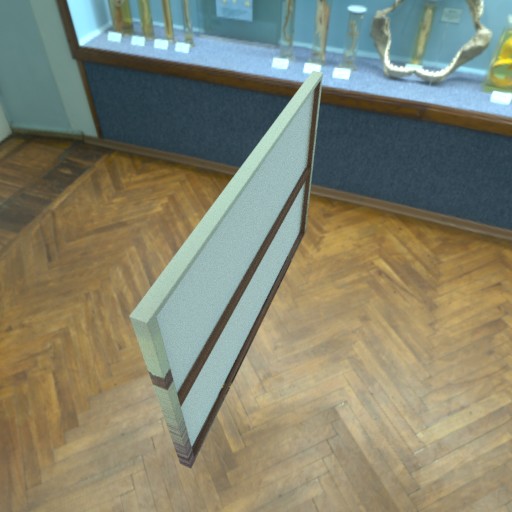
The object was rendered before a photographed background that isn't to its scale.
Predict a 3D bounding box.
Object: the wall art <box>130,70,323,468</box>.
[{"bbox_3d":[0.000,0.000,1.460,0.040,0.765,1.149,16,48,15],"label":"wall art"}]
